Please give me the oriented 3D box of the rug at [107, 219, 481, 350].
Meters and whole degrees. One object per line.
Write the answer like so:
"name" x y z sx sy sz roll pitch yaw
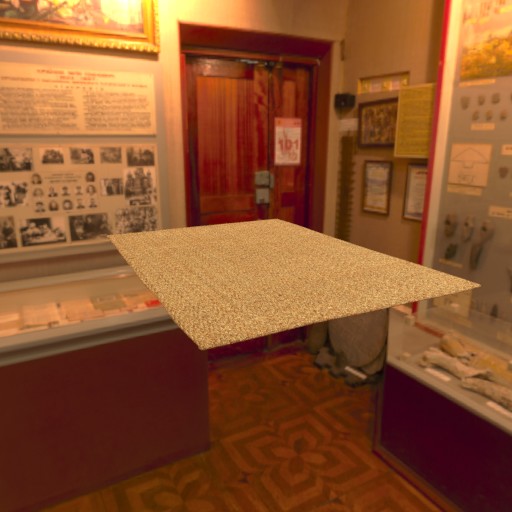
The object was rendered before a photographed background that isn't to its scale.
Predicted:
"rug" 0.000 0.000 2.845 1.566 0.013 2.141 -8 17 -27
